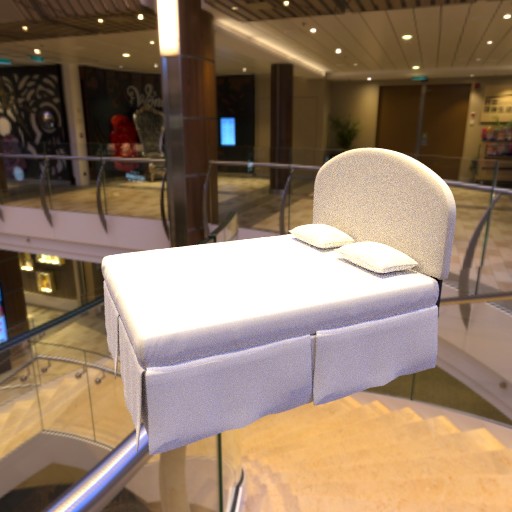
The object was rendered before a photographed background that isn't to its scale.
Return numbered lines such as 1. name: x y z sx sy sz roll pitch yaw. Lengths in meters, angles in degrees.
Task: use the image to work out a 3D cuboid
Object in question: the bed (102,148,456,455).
1. bed: 0.000 0.000 3.056 2.005 1.410 1.607 -7 18 -24
